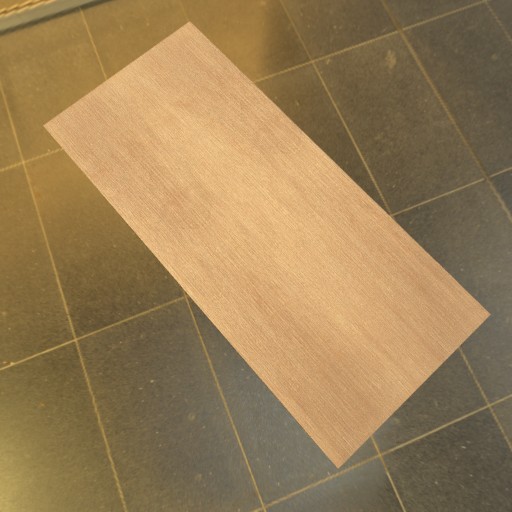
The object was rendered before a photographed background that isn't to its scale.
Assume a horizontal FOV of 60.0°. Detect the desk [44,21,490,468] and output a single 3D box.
[{"bbox_3d":[0.000,0.000,1.379,0.470,0.762,1.016,-41,79,-10],"label":"desk"}]
